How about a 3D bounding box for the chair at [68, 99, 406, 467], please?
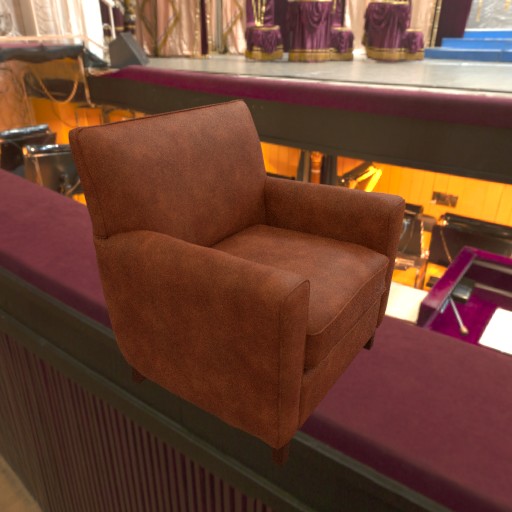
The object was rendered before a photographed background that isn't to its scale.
[{"bbox_3d":[0.000,0.000,1.594,0.823,0.943,0.870,18,31,31],"label":"chair"}]
